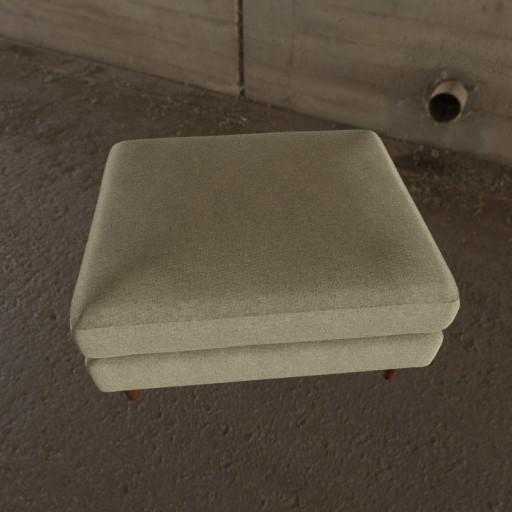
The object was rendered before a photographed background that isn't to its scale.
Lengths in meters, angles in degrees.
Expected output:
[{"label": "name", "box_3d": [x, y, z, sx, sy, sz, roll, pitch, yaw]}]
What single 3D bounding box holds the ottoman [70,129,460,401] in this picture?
[{"label": "ottoman", "box_3d": [0.000, 0.000, 1.250, 0.821, 0.474, 0.693, -4, 46, -3]}]
